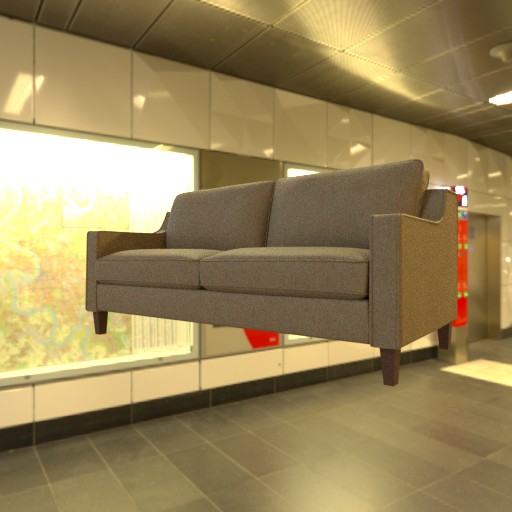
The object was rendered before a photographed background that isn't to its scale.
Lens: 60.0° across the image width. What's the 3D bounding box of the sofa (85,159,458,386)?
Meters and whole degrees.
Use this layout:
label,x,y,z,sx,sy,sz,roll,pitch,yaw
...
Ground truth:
label,x,y,z,sx,sy,sz,roll,pitch,yaw
sofa,0.000,0.000,2.819,2.181,1.074,1.073,0,0,36
